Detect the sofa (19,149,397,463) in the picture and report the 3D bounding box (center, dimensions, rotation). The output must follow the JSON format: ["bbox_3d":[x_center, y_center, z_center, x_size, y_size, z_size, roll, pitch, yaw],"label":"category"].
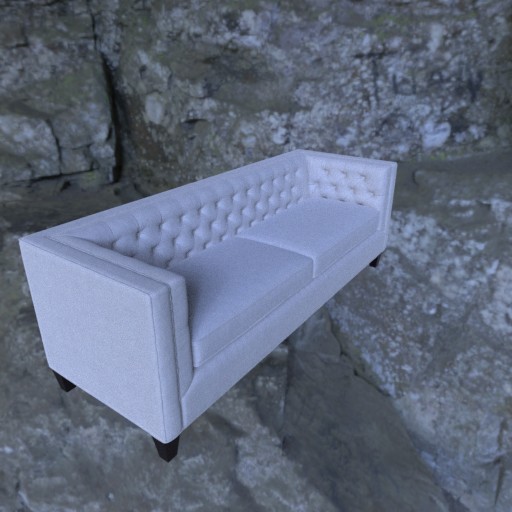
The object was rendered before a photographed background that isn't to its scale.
[{"bbox_3d":[0.000,0.000,2.487,0.775,0.762,2.159,17,30,32],"label":"sofa"}]
